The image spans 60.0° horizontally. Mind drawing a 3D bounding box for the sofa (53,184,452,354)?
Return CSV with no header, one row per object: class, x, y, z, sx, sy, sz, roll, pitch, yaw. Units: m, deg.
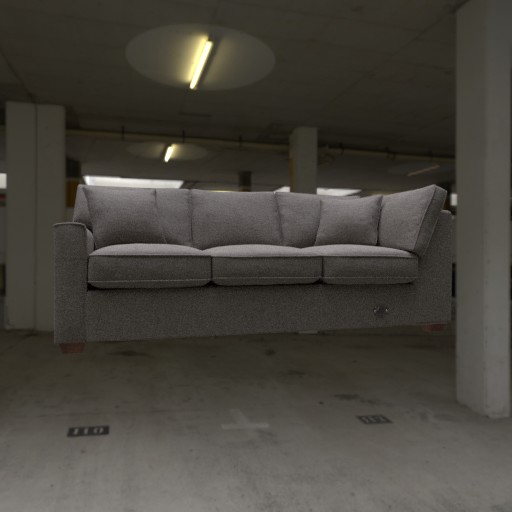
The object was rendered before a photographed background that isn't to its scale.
sofa,0.000,0.000,2.904,2.317,0.962,1.061,0,0,-17
